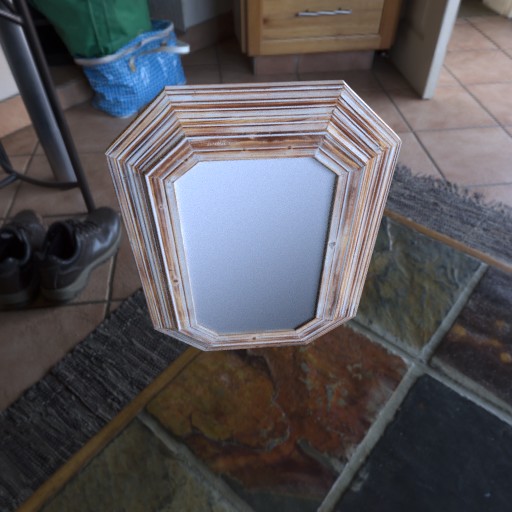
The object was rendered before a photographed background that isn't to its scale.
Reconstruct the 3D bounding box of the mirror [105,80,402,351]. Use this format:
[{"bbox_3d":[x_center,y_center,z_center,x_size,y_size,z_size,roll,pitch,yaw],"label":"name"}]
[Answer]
[{"bbox_3d":[0.000,0.000,1.304,0.709,1.015,0.061,-3,46,-3],"label":"mirror"}]
